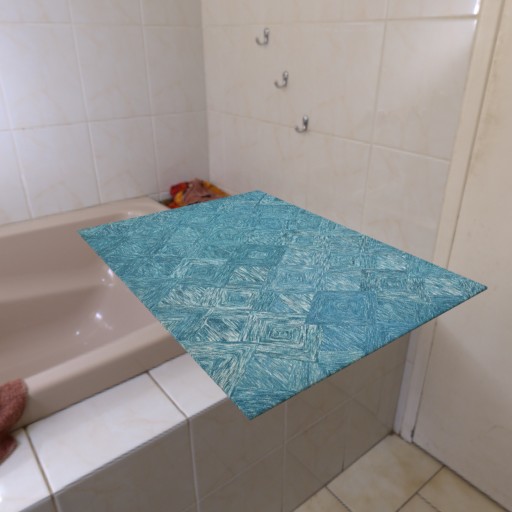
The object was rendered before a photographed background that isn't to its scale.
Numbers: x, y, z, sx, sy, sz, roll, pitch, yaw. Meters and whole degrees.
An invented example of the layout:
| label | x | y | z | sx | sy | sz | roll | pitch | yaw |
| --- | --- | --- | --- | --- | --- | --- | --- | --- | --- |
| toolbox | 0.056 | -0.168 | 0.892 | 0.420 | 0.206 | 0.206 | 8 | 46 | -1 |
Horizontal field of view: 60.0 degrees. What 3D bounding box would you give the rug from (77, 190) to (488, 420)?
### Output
| label | x | y | z | sx | sy | sz | roll | pitch | yaw |
| --- | --- | --- | --- | --- | --- | --- | --- | --- | --- |
| rug | 0.000 | 0.000 | 4.197 | 2.405 | 0.027 | 3.217 | -18 | 31 | -32 |
